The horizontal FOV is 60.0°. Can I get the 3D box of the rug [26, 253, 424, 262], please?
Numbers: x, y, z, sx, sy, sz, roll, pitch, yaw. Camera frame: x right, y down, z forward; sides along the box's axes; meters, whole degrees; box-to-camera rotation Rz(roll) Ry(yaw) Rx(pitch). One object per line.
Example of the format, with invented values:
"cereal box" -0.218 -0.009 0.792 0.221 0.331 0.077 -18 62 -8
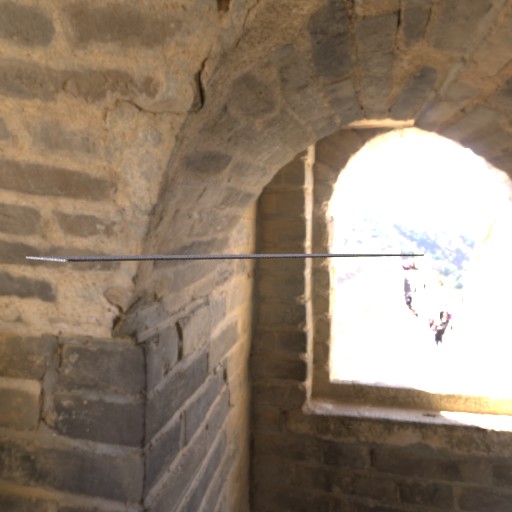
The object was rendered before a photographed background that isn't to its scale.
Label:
"rug" 0.000 0.000 2.741 2.436 0.013 0.807 -1 1 -37
